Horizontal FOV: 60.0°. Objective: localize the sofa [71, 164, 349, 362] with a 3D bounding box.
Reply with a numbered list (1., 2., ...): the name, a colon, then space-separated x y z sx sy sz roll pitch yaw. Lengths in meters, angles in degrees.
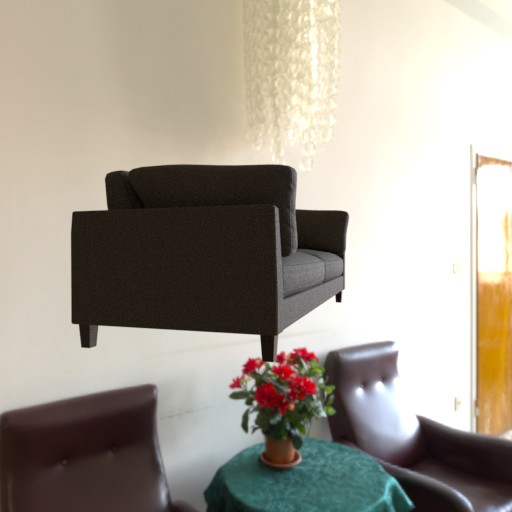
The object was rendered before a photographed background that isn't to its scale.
1. sofa: 0.000 0.000 2.843 0.969 0.792 2.312 0 0 18
